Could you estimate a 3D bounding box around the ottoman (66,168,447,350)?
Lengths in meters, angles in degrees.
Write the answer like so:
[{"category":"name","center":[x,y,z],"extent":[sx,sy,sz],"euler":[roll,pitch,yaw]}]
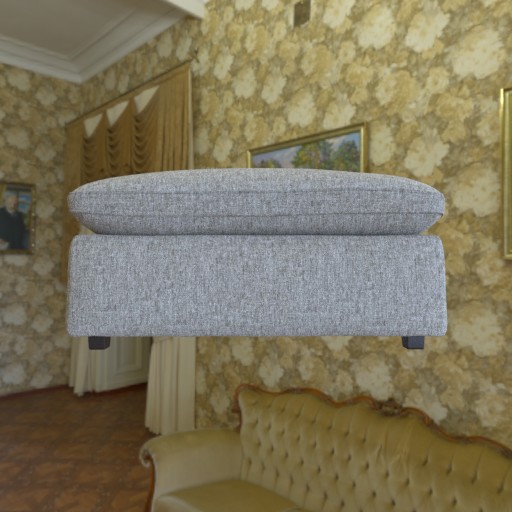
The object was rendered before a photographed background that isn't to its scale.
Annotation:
[{"category":"ottoman","center":[0.000,0.000,1.653],"extent":[1.039,0.526,1.035],"euler":[0,-1,0]}]
